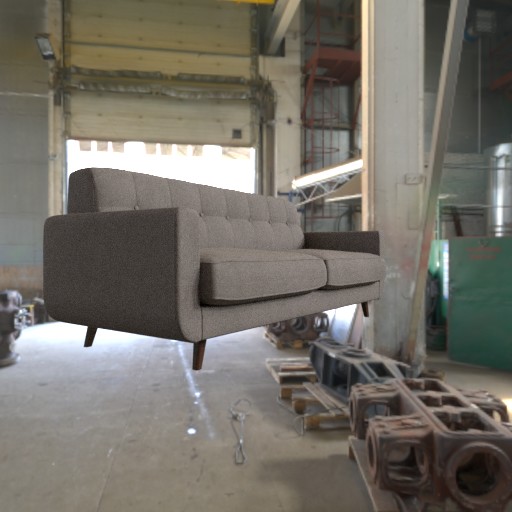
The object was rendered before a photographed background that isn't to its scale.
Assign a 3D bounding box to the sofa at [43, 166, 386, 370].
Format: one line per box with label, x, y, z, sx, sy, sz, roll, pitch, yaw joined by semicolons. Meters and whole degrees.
sofa;0.000;0.000;2.542;0.909;0.841;2.029;0;0;36
